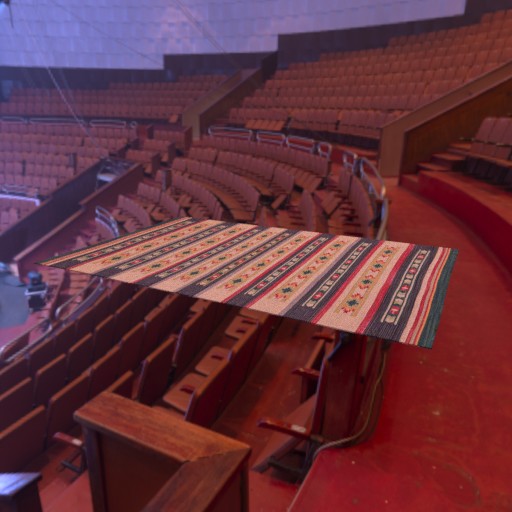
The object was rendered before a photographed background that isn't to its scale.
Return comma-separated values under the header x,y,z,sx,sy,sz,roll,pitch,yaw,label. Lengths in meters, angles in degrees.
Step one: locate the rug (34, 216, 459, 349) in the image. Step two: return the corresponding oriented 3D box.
x,y,z,sx,sy,sz,roll,pitch,yaw,label
0.000,0.000,2.858,2.311,0.010,1.522,9,19,26,rug
